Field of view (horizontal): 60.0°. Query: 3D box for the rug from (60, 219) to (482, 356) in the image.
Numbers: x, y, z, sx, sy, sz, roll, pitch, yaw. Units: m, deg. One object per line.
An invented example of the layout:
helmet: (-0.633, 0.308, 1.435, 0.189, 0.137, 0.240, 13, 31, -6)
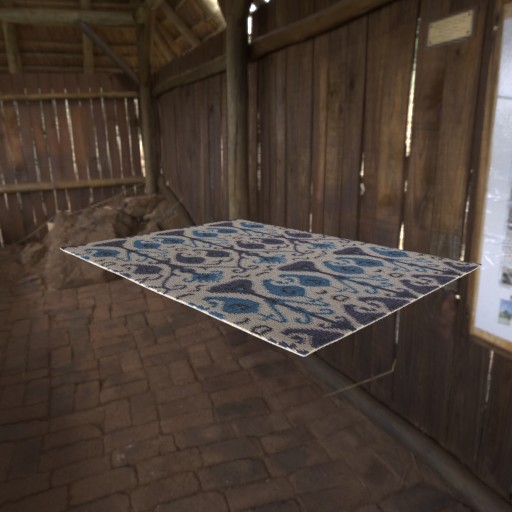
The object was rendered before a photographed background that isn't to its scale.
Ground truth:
rug: (0.000, 0.000, 4.199, 2.443, 0.024, 3.228, -14, 20, -42)
